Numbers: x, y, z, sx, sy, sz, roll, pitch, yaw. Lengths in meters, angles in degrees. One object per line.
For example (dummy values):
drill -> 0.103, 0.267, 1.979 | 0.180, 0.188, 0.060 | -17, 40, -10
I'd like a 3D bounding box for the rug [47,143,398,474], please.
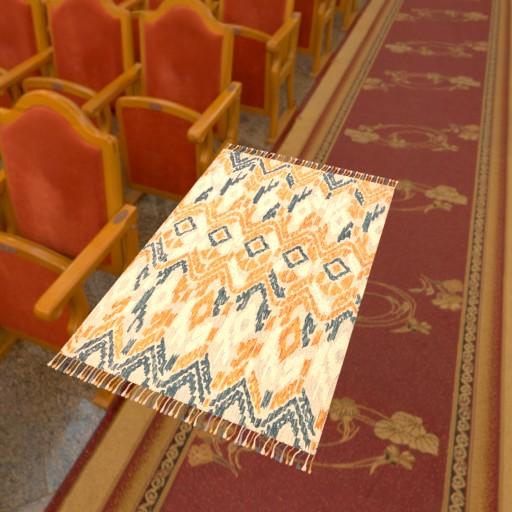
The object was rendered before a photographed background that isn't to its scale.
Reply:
rug -> 0.000, 0.000, 3.037 | 1.533, 0.010, 2.428 | 16, 49, 15
